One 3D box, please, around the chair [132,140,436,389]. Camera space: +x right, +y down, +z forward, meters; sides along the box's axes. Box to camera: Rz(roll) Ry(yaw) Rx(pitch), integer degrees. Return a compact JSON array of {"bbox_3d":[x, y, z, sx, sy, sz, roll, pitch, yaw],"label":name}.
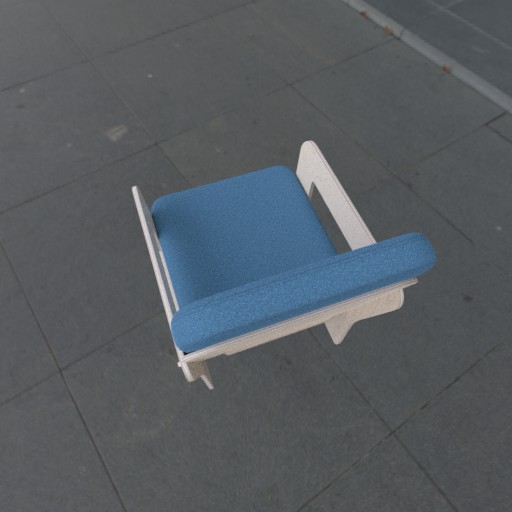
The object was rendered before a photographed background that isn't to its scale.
[{"bbox_3d":[0.000,0.000,1.193,0.547,0.747,0.657,-17,59,-10],"label":"chair"}]
